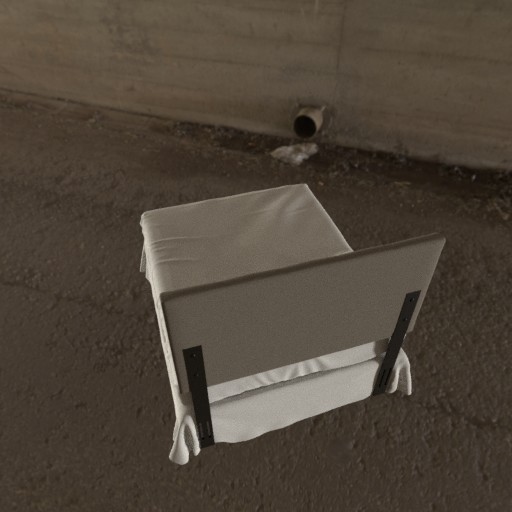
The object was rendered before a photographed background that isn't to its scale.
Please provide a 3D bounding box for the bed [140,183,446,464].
[{"bbox_3d":[0.000,0.000,3.571,1.936,1.577,2.222,-12,43,-13],"label":"bed"}]
